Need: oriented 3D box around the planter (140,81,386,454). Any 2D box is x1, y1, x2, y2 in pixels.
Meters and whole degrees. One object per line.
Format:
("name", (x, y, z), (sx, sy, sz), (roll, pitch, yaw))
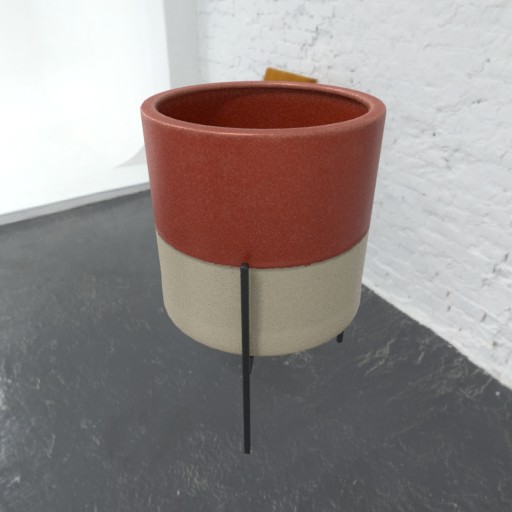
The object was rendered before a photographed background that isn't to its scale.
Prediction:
("planter", (0.000, 0.000, 0.522), (0.251, 0.354, 0.235), (20, 36, 30))
